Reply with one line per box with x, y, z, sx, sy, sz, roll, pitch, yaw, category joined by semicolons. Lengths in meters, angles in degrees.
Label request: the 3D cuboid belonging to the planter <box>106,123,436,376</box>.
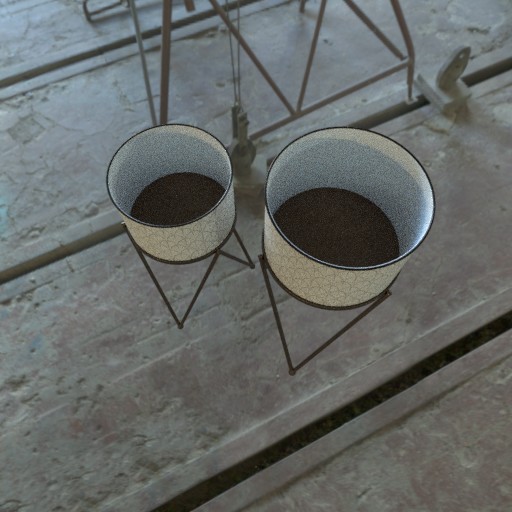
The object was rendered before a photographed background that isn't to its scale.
0.000;0.000;1.196;0.769;0.712;0.413;16;66;7;planter
